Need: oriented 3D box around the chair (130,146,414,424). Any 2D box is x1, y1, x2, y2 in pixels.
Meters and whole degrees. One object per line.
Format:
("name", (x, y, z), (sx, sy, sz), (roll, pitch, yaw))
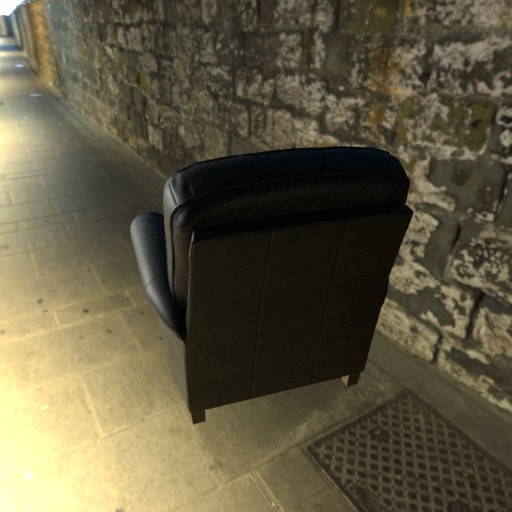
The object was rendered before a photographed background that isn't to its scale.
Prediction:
("chair", (0.000, 0.000, 1.787), (0.936, 1.018, 0.986), (-8, 29, -16))
